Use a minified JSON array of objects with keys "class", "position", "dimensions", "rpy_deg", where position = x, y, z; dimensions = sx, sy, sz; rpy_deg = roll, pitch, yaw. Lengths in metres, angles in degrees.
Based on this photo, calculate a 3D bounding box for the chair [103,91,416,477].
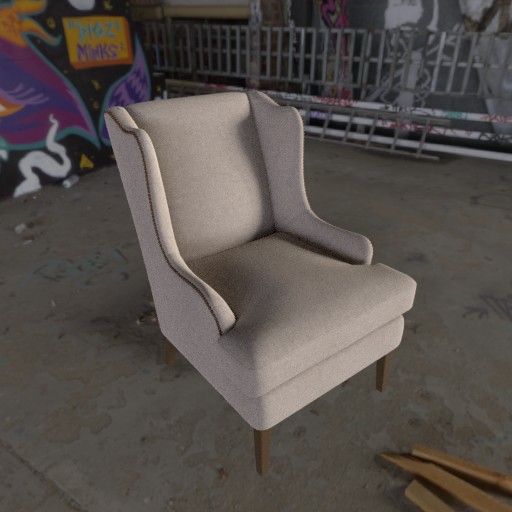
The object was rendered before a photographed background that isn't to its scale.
[{"class":"chair","position":[0.000,0.000,1.647],"dimensions":[0.737,1.029,0.940],"rpy_deg":[-20,35,-32]}]
